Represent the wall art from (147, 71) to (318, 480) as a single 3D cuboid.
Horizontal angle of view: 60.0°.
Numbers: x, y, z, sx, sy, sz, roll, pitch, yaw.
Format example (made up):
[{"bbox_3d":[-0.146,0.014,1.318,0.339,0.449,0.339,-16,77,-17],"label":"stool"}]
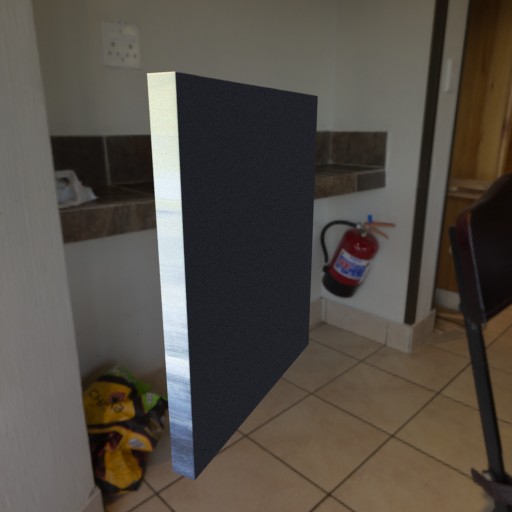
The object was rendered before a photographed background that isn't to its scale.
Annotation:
[{"bbox_3d":[0.000,0.000,0.718,0.037,0.511,0.435,8,18,26],"label":"wall art"}]
